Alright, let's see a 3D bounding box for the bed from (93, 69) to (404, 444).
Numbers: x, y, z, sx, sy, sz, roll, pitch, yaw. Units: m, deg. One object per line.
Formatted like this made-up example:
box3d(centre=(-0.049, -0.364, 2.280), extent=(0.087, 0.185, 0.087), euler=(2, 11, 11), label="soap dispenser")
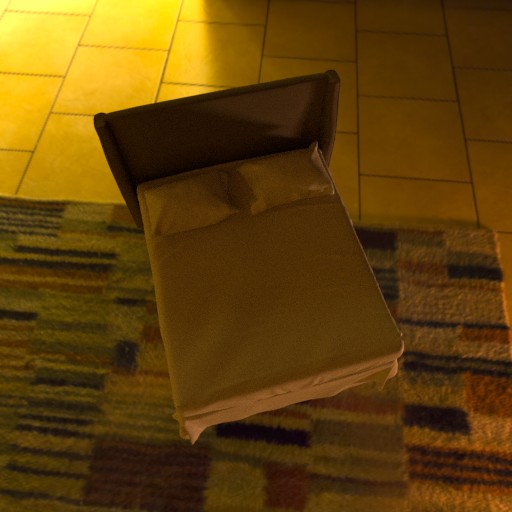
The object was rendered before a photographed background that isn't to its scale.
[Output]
box3d(centre=(0.000, 0.000, 3.457), extent=(1.925, 1.332, 2.276), euler=(-13, 63, -7), label="bed")
